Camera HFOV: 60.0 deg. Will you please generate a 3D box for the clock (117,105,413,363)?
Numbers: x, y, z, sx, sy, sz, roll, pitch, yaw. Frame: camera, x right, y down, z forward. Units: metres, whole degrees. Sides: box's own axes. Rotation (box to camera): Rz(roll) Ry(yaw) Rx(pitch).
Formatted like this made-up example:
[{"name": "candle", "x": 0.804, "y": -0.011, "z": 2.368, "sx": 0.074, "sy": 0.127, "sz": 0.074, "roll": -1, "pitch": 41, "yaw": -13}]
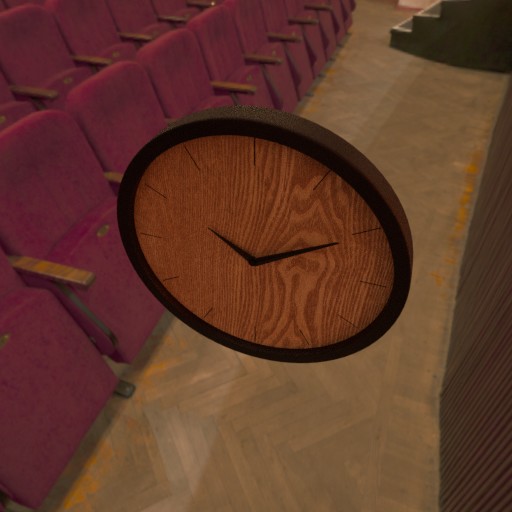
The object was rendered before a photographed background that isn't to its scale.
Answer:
[{"name": "clock", "x": 0.000, "y": 0.000, "z": 0.470, "sx": 0.314, "sy": 0.314, "sz": 0.029, "roll": 12, "pitch": 42, "yaw": 14}]
